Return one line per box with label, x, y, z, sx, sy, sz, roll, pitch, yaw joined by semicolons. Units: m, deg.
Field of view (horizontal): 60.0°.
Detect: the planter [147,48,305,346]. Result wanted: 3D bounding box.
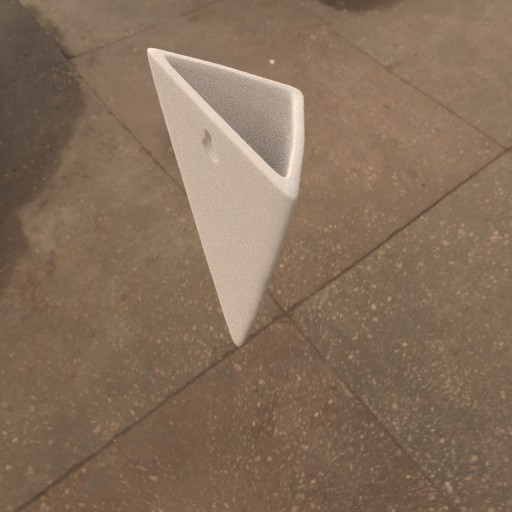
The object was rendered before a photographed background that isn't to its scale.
planter;0.000;0.000;0.385;0.065;0.338;0.143;-31;63;-18
